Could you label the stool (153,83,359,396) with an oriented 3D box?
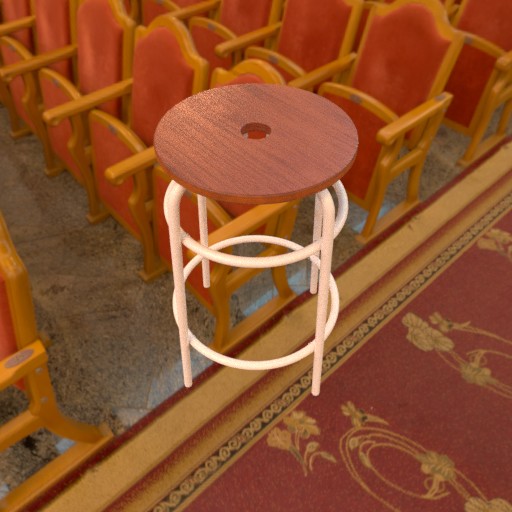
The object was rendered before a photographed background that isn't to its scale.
[{"bbox_3d":[0.000,0.000,0.954,0.455,0.610,0.455,-33,55,-26],"label":"stool"}]
